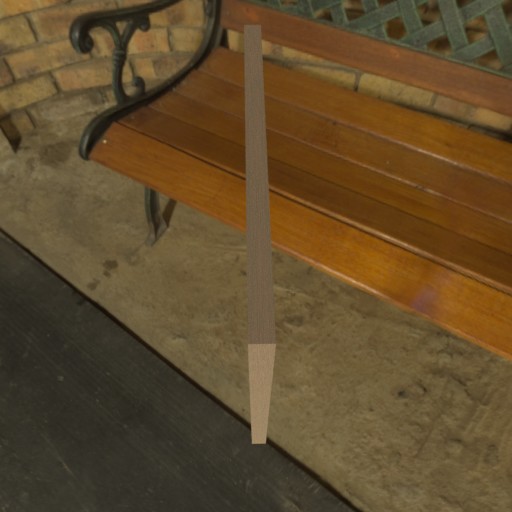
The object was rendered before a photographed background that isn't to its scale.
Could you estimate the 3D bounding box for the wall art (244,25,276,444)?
[{"bbox_3d":[0.000,0.000,1.123,0.038,0.758,0.761,-1,58,-1],"label":"wall art"}]
